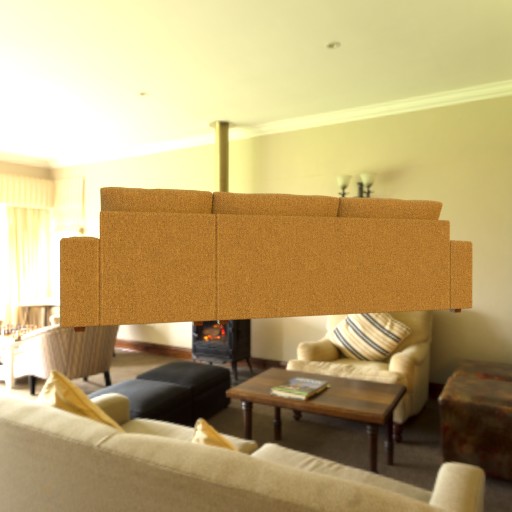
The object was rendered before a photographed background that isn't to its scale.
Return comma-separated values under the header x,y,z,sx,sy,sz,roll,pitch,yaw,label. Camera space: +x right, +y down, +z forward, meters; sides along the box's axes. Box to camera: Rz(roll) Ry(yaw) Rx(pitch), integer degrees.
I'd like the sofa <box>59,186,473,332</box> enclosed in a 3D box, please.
x,y,z,sx,sy,sz,roll,pitch,yaw,label
0.000,0.000,3.552,2.718,0.813,1.689,0,0,-18,sofa
